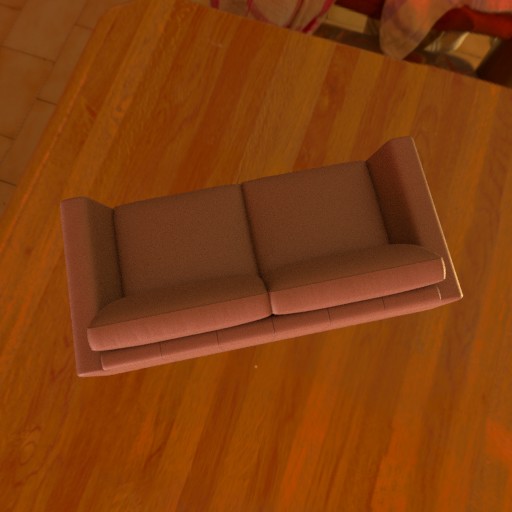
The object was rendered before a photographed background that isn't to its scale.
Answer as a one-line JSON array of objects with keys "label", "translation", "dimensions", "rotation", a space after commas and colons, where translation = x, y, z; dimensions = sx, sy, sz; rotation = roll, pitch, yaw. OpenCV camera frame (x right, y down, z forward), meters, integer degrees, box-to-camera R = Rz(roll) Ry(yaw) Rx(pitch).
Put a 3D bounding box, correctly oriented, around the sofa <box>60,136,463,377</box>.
[{"label": "sofa", "translation": [0.000, 0.000, 2.509], "dimensions": [2.017, 0.875, 0.953], "rotation": [-11, 76, -3]}]
